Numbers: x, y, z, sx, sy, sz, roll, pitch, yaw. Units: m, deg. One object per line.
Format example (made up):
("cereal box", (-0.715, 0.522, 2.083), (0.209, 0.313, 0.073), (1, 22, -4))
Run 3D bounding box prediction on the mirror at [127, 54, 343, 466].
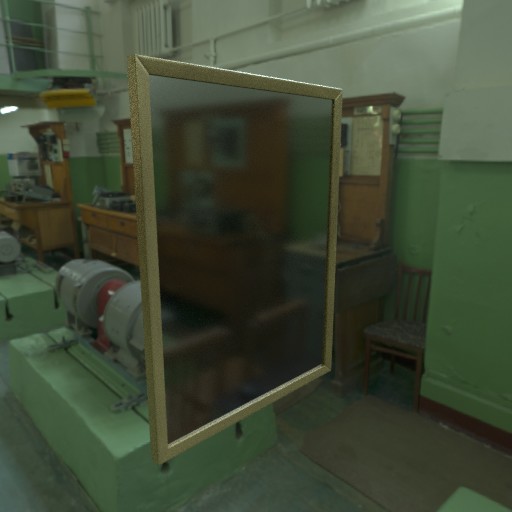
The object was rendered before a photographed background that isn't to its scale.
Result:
("mirror", (0.000, 0.000, 1.336), (0.762, 1.016, 0.040), (-12, 18, -43))
